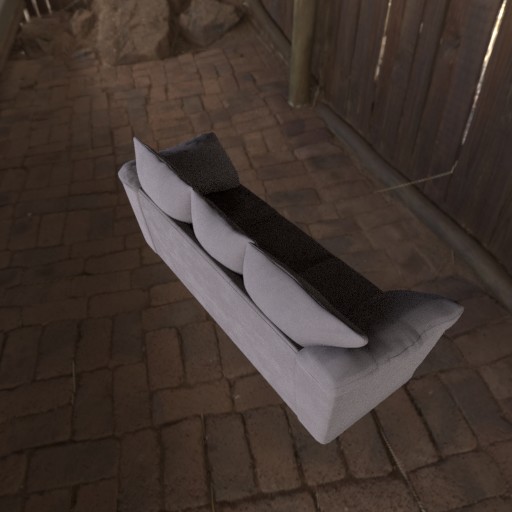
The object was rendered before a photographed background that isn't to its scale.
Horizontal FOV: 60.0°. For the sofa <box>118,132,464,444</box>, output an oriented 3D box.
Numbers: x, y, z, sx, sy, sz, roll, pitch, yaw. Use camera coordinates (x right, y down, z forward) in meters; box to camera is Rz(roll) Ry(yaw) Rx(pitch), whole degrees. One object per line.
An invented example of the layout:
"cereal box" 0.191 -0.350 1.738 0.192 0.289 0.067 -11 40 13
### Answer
"sofa" 0.000 0.000 2.885 0.893 0.981 2.377 -26 48 -26
